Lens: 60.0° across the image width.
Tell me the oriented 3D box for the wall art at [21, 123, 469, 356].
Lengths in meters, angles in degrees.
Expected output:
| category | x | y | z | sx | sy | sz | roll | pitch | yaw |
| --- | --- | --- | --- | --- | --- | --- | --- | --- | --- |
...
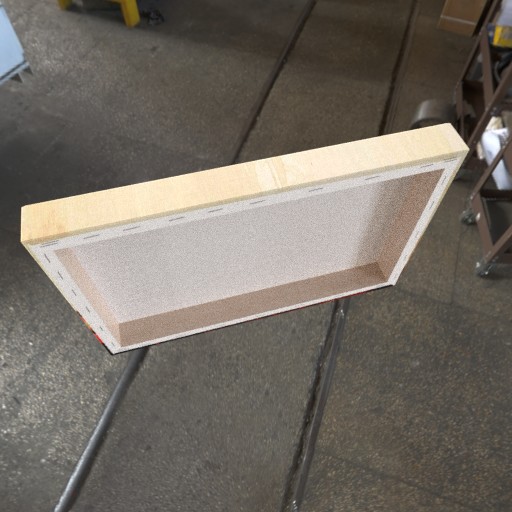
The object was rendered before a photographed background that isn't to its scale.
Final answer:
| category | x | y | z | sx | sy | sz | roll | pitch | yaw |
| --- | --- | --- | --- | --- | --- | --- | --- | --- | --- |
| wall art | 0.000 | 0.000 | 0.481 | 0.383 | 0.251 | 0.037 | -13 | 58 | -8 |
